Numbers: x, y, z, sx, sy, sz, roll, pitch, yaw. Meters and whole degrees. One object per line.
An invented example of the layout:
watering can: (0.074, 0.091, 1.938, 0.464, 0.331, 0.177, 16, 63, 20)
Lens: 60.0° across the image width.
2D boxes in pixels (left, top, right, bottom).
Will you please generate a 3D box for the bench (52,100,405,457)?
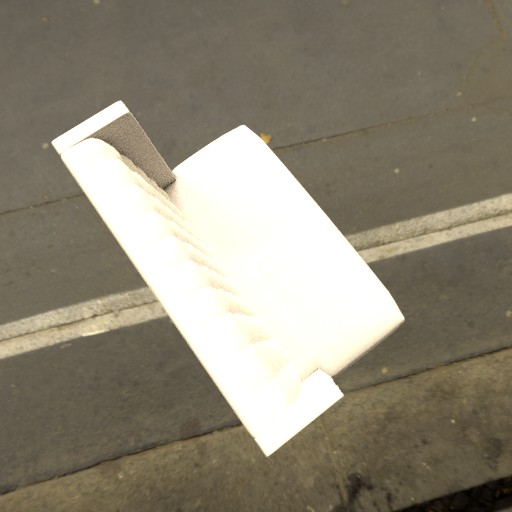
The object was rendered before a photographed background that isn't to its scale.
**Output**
bench: (0.000, 0.000, 1.994, 0.847, 1.123, 1.280, -35, 77, -9)
